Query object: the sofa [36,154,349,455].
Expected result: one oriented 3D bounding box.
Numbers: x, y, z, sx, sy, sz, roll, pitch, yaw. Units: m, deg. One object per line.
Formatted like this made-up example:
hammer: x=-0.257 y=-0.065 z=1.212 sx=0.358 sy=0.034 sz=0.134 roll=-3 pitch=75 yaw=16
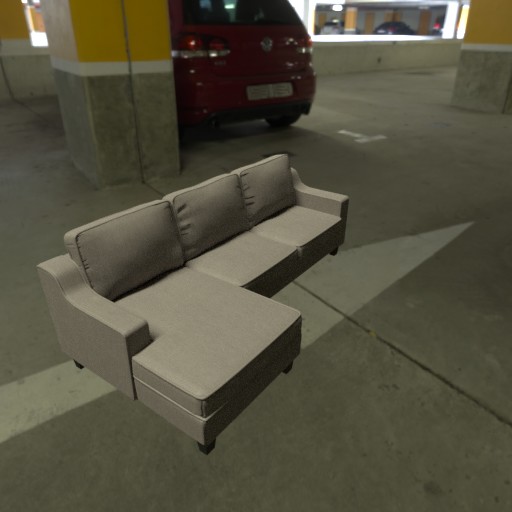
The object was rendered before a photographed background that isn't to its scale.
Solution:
sofa: x=0.000 y=0.000 z=3.260 sx=1.294 sy=0.928 sz=2.561 roll=19 pitch=33 yaw=32
